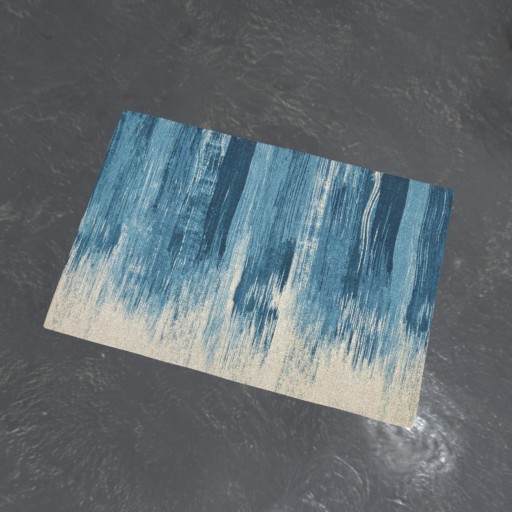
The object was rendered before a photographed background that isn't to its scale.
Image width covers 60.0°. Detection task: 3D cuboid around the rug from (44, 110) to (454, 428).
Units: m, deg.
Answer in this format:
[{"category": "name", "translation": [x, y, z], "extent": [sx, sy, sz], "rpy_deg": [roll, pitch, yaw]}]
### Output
[{"category": "rug", "translation": [0.000, 0.000, 2.242], "extent": [1.836, 0.009, 1.232], "rpy_deg": [14, 77, 3]}]
